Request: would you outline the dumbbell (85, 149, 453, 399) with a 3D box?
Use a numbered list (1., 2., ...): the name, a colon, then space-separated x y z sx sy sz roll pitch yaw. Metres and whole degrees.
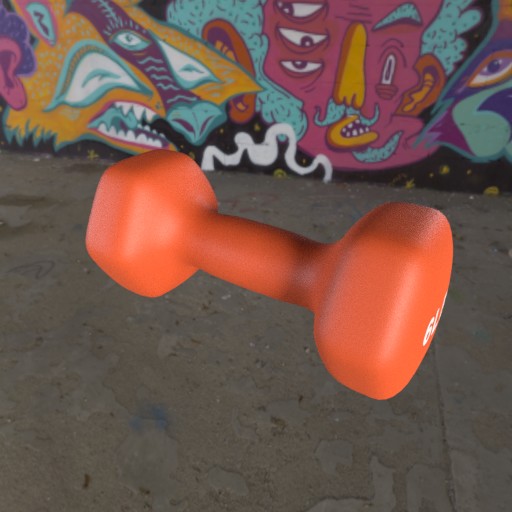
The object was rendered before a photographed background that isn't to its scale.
1. dumbbell: 0.000 0.000 0.204 0.162 0.071 0.079 19 35 29
